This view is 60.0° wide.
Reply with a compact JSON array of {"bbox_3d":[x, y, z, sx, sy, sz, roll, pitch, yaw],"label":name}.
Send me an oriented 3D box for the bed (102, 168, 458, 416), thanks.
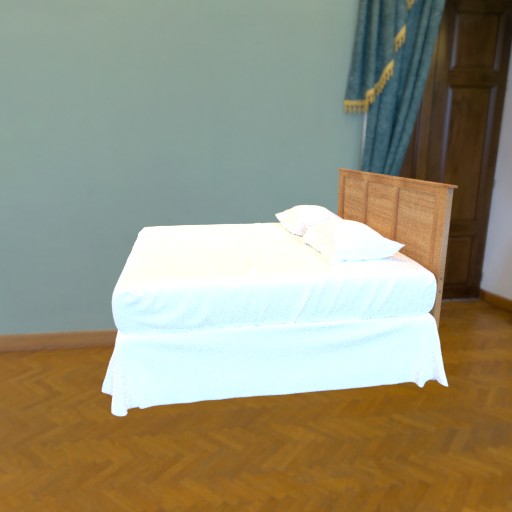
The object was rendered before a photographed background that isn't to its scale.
[{"bbox_3d":[0.000,0.000,3.589,2.215,1.270,2.317,-2,14,-9],"label":"bed"}]
